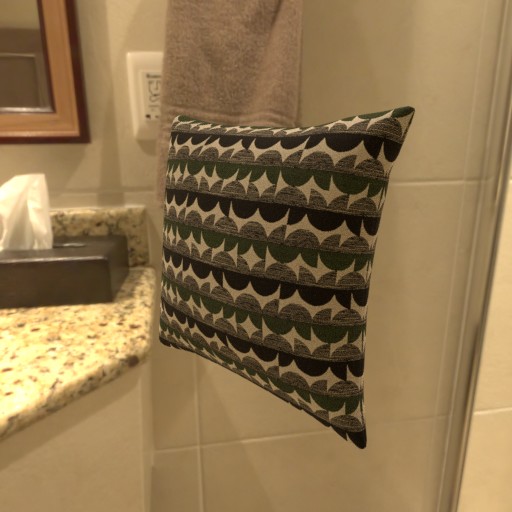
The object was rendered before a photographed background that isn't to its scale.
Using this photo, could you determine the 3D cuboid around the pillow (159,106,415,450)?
[{"bbox_3d":[0.000,0.000,0.648,0.419,0.404,0.180,14,21,40],"label":"pillow"}]
